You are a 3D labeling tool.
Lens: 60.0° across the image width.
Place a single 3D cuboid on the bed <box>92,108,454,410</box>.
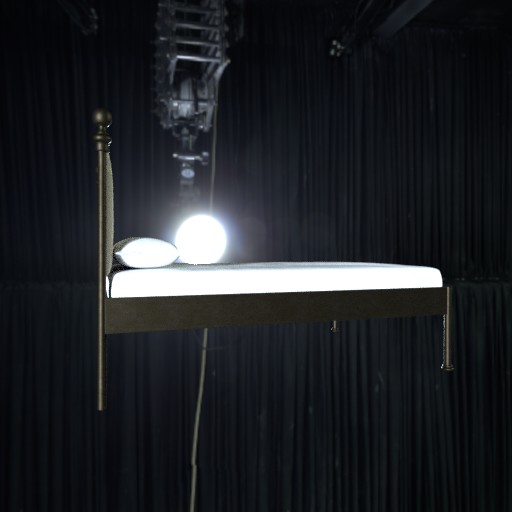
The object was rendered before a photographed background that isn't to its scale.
[{"bbox_3d":[0.000,0.000,3.172,2.170,1.462,1.533,0,1,-19],"label":"bed"}]
